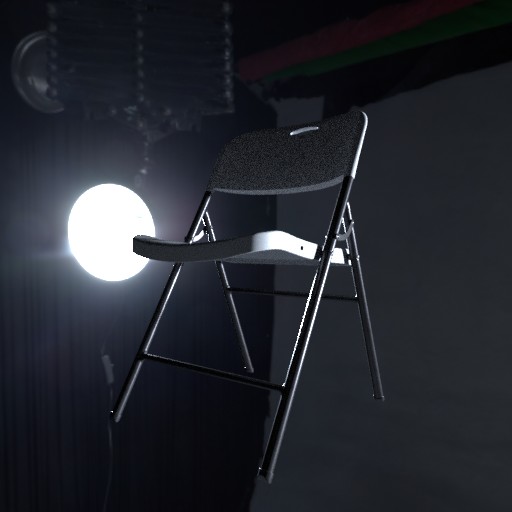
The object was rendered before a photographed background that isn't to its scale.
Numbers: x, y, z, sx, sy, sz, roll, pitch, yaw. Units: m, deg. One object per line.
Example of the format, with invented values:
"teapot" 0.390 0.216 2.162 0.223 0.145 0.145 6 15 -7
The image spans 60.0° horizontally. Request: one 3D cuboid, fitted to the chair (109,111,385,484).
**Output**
"chair" 0.000 0.000 1.160 0.494 0.810 0.566 1 2 38
